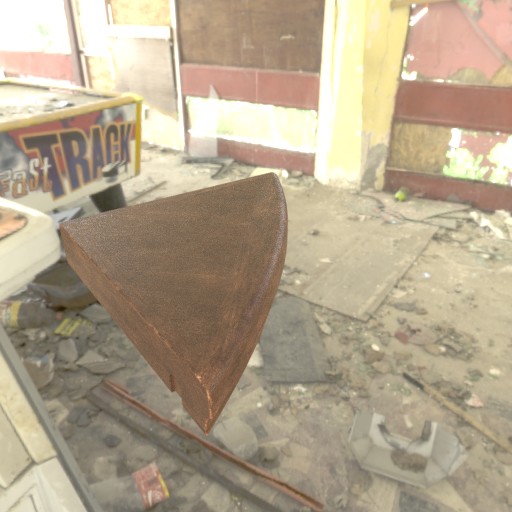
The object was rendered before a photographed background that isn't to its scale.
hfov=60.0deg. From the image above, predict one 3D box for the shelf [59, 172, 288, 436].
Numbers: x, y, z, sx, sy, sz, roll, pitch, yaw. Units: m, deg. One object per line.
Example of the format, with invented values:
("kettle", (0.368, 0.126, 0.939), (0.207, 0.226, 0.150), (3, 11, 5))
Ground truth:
("shelf", (0.000, 0.000, 0.471), (0.310, 0.050, 0.310), (-20, 34, -32))
